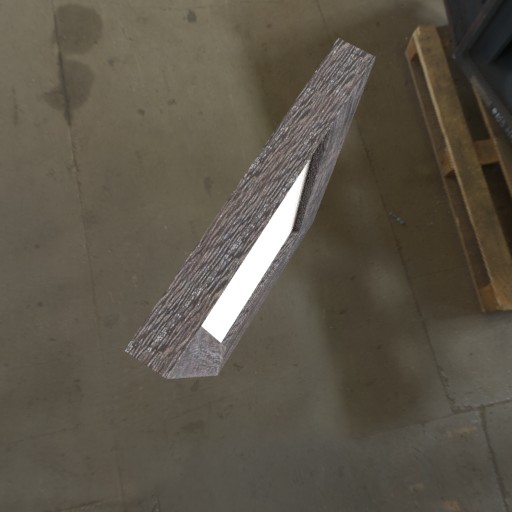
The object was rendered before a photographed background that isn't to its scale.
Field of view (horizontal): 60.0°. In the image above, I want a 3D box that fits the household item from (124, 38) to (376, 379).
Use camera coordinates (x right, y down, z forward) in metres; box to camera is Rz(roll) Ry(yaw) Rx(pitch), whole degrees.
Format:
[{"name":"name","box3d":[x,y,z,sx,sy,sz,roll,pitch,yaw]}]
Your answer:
[{"name":"household item","box3d":[0.000,0.000,0.235,0.020,0.180,0.133,31,77,8]}]
